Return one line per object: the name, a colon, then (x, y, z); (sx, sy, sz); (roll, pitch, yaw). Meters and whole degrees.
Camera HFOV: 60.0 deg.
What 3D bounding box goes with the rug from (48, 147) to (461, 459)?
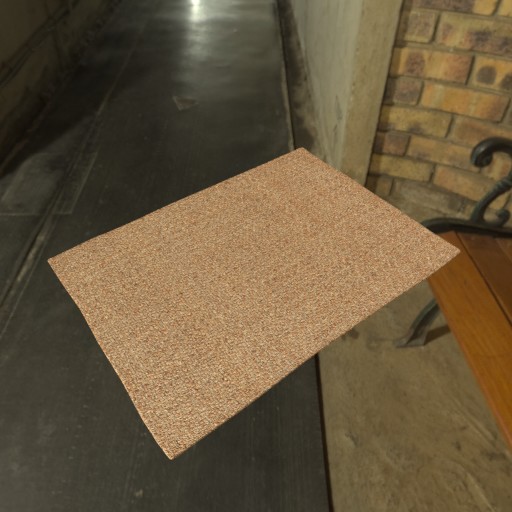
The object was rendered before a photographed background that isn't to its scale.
rug: (0.000, 0.000, 2.813); (2.141, 0.013, 1.566); (-29, 53, -25)
